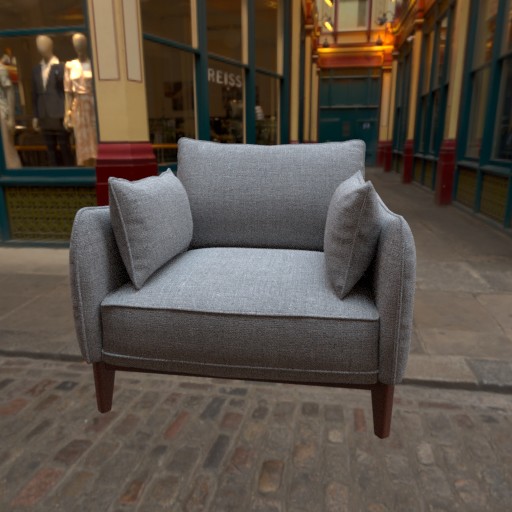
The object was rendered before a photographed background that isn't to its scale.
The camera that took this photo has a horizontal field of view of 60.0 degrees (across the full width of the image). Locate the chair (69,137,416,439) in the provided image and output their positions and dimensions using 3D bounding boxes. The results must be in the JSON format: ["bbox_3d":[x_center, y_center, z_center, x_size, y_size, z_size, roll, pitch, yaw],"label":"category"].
[{"bbox_3d":[0.000,0.000,1.634,0.993,0.839,0.976,2,15,8],"label":"chair"}]
